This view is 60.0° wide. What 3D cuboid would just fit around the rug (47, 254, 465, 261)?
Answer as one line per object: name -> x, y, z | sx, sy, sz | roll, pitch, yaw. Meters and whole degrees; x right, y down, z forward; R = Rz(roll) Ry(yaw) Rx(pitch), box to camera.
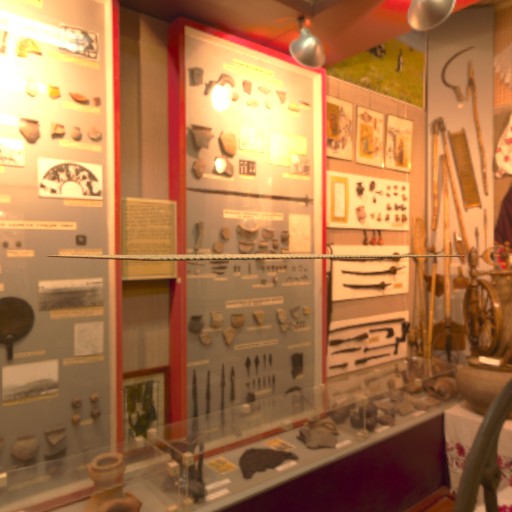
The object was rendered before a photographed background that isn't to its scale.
rug -> 0.000, 0.000, 4.231 | 3.207, 0.014, 2.439 | 0, 1, -37
